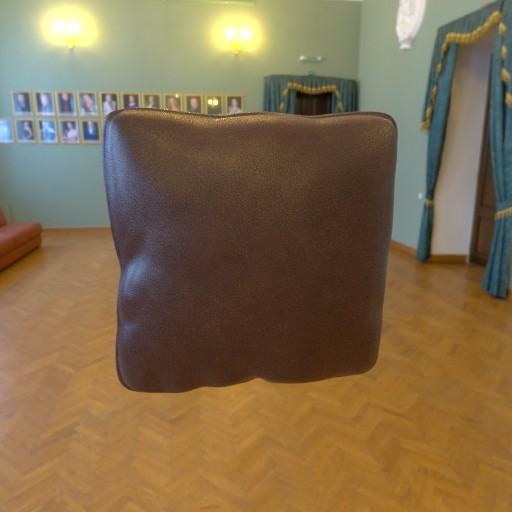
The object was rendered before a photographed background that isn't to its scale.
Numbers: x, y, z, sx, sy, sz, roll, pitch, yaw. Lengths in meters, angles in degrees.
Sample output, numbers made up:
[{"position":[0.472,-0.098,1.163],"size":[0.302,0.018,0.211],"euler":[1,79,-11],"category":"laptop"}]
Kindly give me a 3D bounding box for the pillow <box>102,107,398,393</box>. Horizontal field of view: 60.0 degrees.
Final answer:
[{"position":[0.000,0.000,0.831],"size":[0.532,0.523,0.236],"euler":[-2,13,-10],"category":"pillow"}]
